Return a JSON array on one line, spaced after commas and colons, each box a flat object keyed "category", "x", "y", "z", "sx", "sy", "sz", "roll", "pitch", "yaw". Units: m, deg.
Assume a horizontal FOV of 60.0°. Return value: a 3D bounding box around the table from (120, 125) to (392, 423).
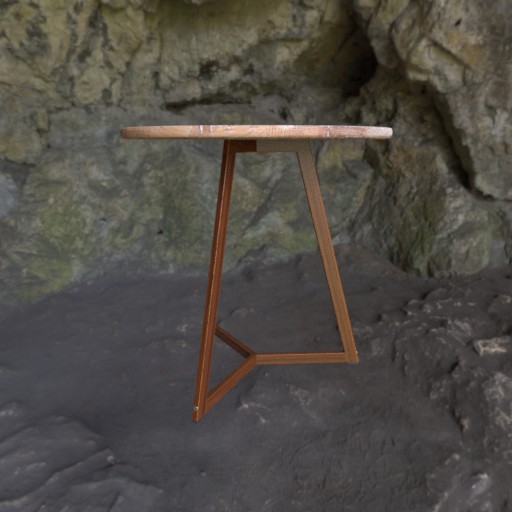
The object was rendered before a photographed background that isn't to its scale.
[{"category": "table", "x": 0.000, "y": 0.000, "z": 0.909, "sx": 0.500, "sy": 0.500, "sz": 0.500, "roll": 0, "pitch": 15, "yaw": 0}]
